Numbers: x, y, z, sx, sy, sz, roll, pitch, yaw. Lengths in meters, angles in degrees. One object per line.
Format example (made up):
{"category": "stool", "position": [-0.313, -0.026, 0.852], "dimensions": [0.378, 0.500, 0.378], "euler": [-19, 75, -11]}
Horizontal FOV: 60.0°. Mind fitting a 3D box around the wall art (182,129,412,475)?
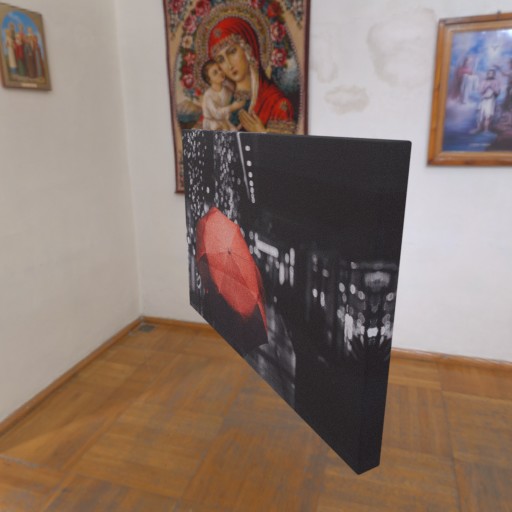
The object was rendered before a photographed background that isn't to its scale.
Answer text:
{"category": "wall art", "position": [0.000, 0.000, 0.759], "dimensions": [0.037, 0.406, 0.609], "euler": [-9, 19, -27]}
